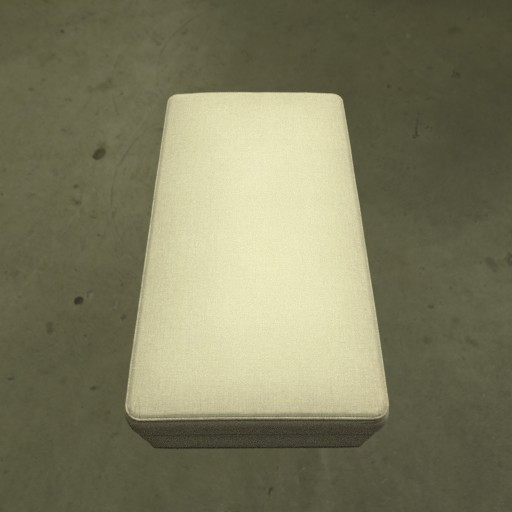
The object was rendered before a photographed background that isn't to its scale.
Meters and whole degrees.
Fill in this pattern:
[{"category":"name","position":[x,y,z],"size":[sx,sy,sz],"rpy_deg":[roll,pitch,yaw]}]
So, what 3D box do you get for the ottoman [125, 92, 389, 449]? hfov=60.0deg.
[{"category":"ottoman","position":[0.000,0.000,1.414],"size":[0.617,0.461,1.097],"rpy_deg":[0,60,0]}]
